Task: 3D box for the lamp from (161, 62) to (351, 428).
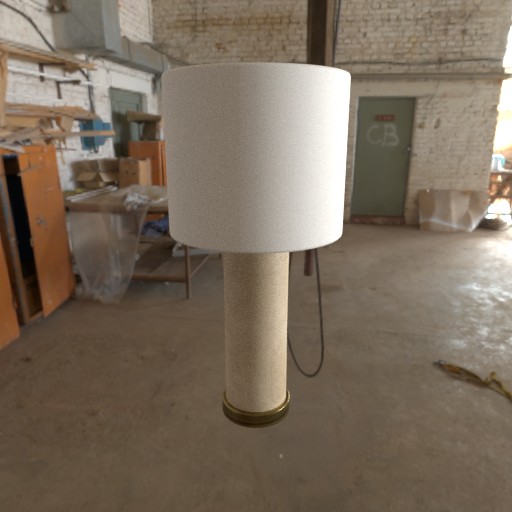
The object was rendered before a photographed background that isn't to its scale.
[{"bbox_3d":[0.000,0.000,0.811,0.305,0.634,0.305,15,22,43],"label":"lamp"}]
